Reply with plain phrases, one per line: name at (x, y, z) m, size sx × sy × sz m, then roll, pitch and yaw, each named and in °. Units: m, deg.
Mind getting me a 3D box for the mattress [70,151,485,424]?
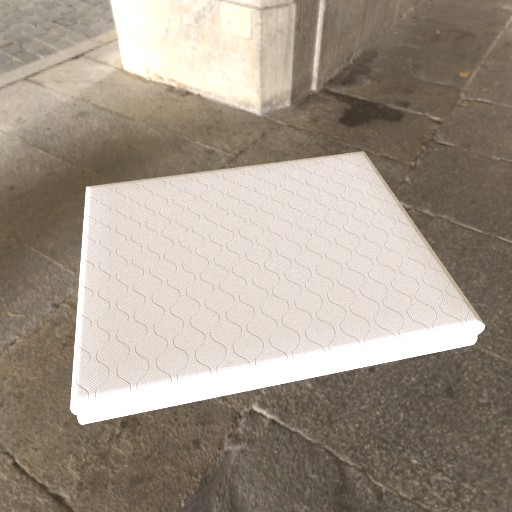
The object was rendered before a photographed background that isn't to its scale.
mattress at (0.000, 0.000, 2.658) m, size 2.000 × 0.200 × 1.600 m, roll -9°, pitch 47°, yaw -9°
